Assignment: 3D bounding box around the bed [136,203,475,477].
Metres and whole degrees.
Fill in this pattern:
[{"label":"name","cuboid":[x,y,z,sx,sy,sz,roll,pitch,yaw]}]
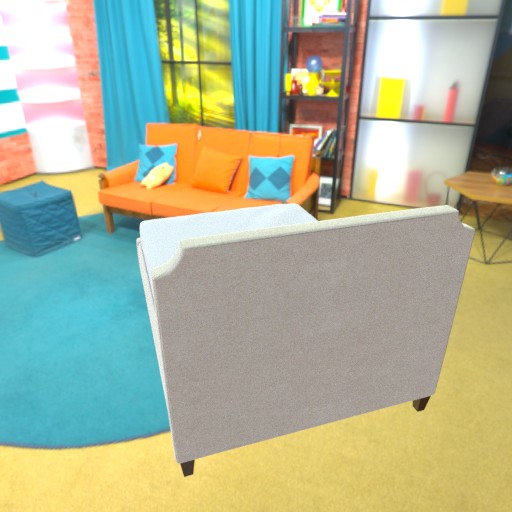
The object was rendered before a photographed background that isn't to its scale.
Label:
[{"label":"bed","cuboid":[0.000,0.000,3.416,1.713,1.457,2.381,-8,28,-16]}]
